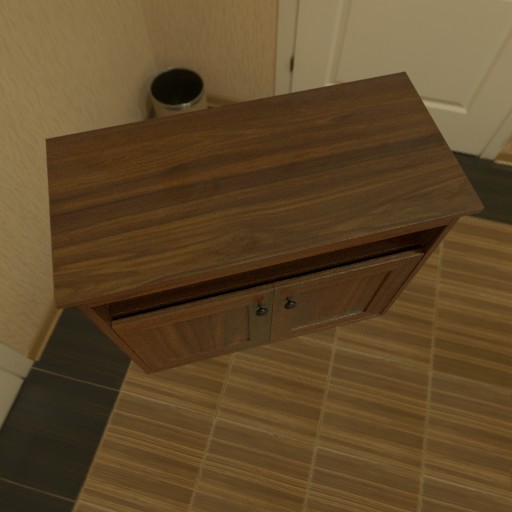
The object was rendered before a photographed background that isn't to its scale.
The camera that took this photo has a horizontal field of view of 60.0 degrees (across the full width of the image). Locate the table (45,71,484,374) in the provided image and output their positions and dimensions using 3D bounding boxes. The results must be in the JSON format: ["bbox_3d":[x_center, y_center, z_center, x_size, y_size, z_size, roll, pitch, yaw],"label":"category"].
[{"bbox_3d":[0.000,0.000,1.203,0.802,0.725,0.390,-13,64,-6],"label":"table"}]
